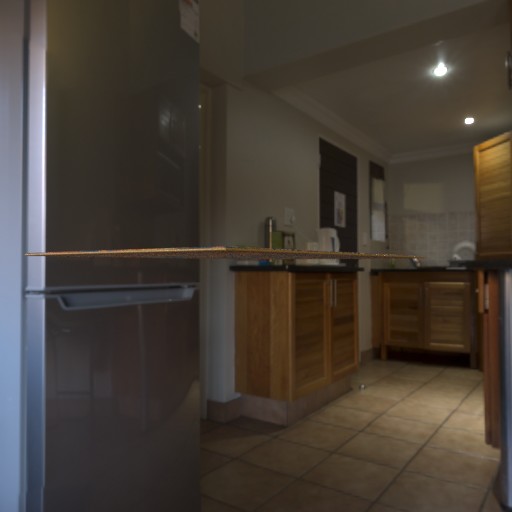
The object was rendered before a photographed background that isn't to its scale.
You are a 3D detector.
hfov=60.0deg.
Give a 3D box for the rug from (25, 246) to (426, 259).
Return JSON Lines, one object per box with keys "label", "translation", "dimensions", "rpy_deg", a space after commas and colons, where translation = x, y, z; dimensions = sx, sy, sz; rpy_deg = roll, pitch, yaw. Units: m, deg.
{"label": "rug", "translation": [0.000, 0.000, 2.240], "dimensions": [1.148, 0.013, 1.758], "rpy_deg": [-1, -1, 38]}
